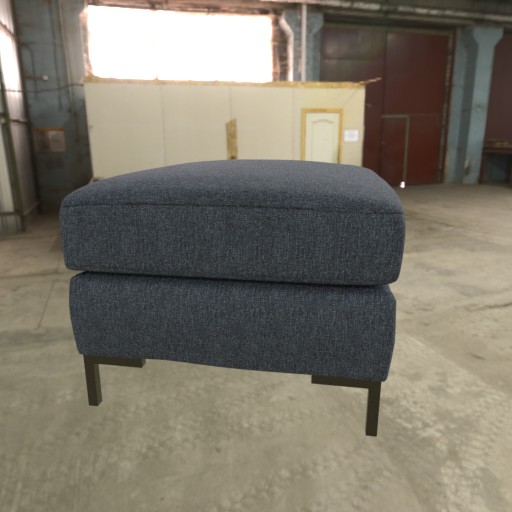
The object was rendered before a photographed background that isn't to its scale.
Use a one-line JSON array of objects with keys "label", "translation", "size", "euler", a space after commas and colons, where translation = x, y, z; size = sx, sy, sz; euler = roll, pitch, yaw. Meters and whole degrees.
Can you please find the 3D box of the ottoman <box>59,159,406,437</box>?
[{"label": "ottoman", "translation": [0.000, 0.000, 1.276], "size": [0.695, 0.533, 0.831], "euler": [3, 15, 10]}]
